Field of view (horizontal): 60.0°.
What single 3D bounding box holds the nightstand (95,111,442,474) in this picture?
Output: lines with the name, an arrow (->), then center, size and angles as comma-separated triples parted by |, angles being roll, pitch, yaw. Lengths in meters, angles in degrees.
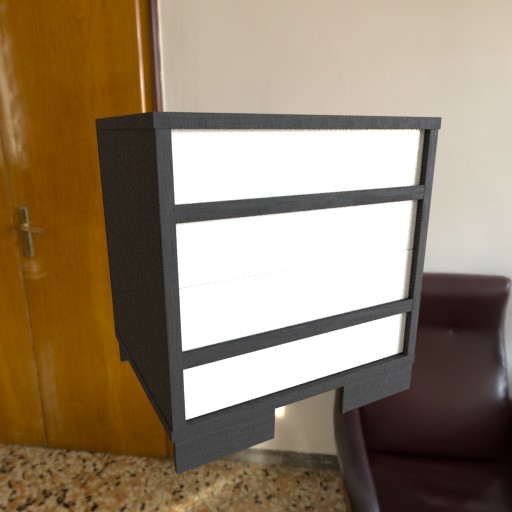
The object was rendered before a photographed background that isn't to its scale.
nightstand -> 0.000, 0.000, 0.754 | 0.427, 0.448, 0.347 | -8, 18, -27
